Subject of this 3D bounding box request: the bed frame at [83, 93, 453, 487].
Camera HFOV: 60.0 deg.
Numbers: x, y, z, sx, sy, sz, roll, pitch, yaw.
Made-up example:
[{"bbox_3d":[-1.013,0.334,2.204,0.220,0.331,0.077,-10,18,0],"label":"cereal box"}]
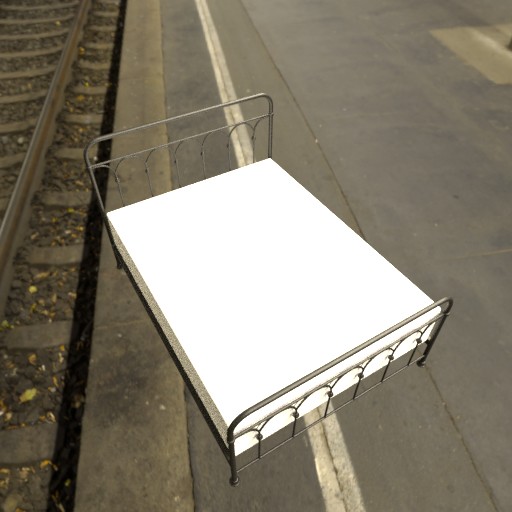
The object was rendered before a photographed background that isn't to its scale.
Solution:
[{"bbox_3d":[0.000,0.000,3.221,1.664,1.276,2.203,-23,49,-21],"label":"bed frame"}]
